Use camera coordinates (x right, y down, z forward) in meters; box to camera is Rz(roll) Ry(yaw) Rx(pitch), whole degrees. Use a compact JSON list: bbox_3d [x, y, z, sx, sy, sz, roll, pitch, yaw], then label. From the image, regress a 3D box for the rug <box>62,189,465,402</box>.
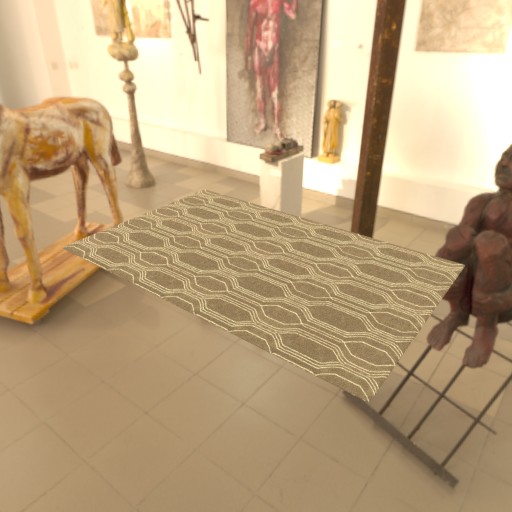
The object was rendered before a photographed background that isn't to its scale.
[{"bbox_3d":[0.000,0.000,3.176,2.457,0.012,1.541,20,35,32],"label":"rug"}]
